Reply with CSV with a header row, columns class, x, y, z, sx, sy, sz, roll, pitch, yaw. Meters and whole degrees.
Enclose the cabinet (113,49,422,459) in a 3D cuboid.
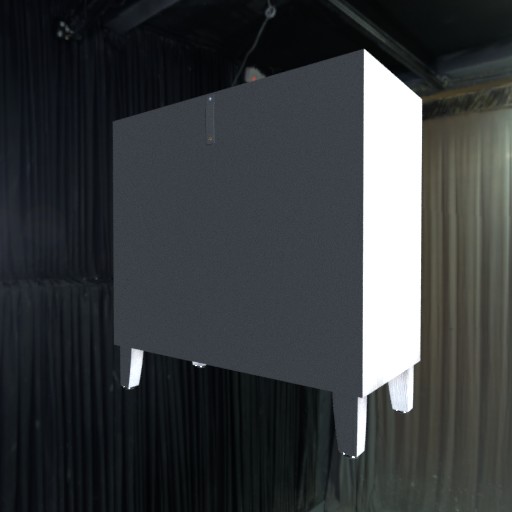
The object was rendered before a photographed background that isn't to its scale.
class,x,y,z,sx,sy,sz,roll,pitch,yaw
cabinet,0.000,0.000,1.215,0.781,0.787,0.370,1,1,37
